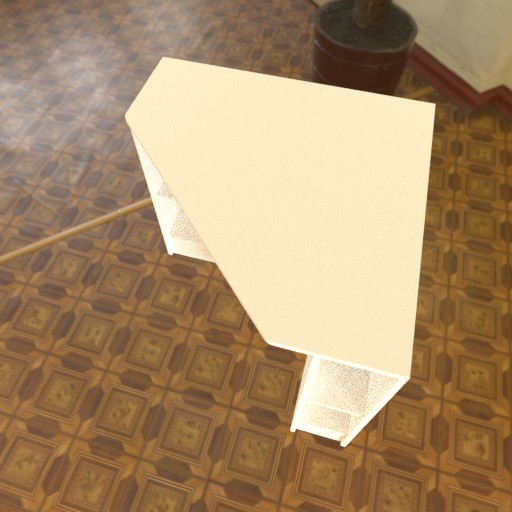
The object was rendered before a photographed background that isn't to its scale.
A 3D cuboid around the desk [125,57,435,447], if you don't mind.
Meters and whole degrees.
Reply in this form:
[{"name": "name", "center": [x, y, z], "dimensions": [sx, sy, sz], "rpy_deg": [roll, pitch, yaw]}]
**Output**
[{"name": "desk", "center": [0.000, 0.000, 1.597], "dimensions": [0.940, 0.818, 0.926], "rpy_deg": [13, 58, 8]}]
